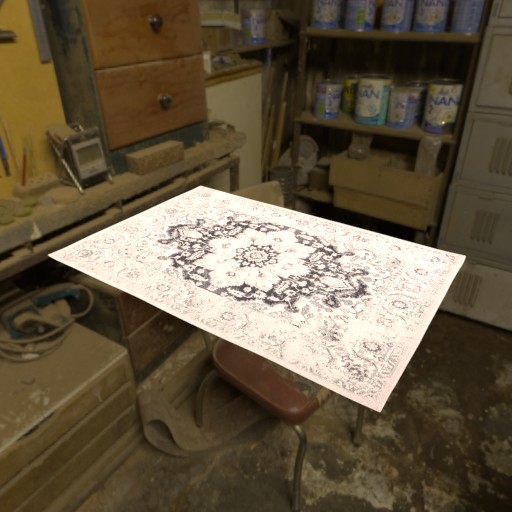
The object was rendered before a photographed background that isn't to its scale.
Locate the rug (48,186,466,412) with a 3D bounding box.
[{"bbox_3d":[0.000,0.000,2.309,1.813,0.008,1.223,19,35,29],"label":"rug"}]
